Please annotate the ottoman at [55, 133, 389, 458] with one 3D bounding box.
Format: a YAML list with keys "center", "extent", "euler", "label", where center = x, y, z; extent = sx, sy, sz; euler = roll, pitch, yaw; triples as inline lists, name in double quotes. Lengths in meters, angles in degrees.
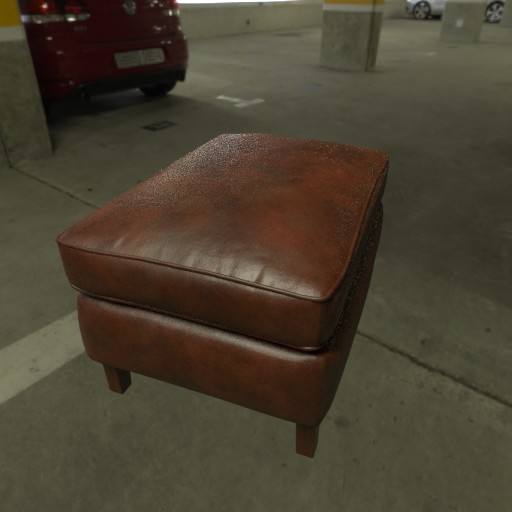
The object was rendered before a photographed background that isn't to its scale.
- center: [0.000, 0.000, 0.983]
  extent: [0.501, 0.432, 0.665]
  euler: [11, 33, 18]
  label: "ottoman"
